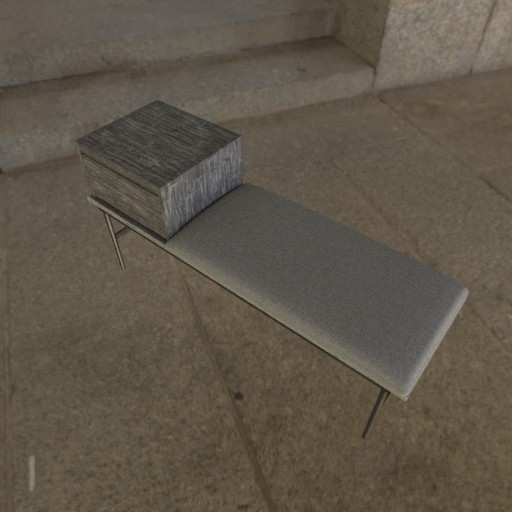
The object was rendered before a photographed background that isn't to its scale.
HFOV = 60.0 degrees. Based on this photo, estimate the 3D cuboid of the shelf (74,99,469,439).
[{"bbox_3d":[0.000,0.000,1.608,1.342,0.633,0.457,30,53,26],"label":"shelf"}]
